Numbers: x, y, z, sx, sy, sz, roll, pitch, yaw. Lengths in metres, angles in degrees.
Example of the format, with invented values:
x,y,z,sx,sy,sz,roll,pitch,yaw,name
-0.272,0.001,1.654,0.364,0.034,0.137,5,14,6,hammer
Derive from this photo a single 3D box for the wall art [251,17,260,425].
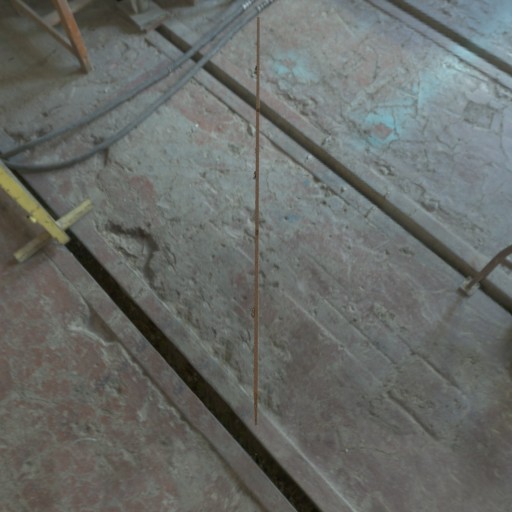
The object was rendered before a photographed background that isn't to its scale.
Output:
x,y,z,sx,sy,sz,roll,pitch,yaw,name
0.000,0.000,2.253,0.023,1.522,1.526,0,66,0,wall art
